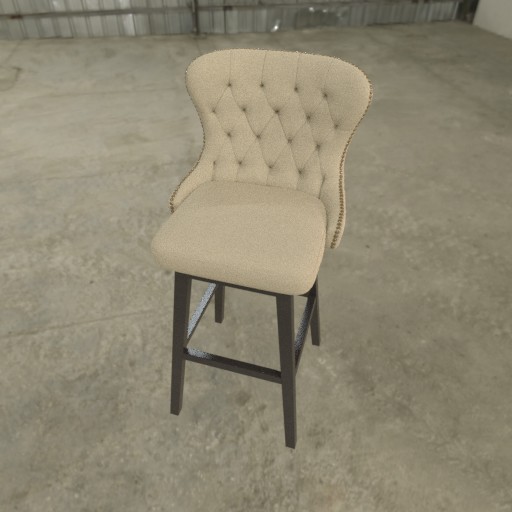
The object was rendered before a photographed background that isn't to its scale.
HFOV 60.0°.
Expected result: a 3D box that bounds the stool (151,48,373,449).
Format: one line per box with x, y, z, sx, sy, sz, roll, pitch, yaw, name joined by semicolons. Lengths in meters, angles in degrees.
0.000;0.000;1.386;0.528;1.066;0.605;11;41;13;stool
